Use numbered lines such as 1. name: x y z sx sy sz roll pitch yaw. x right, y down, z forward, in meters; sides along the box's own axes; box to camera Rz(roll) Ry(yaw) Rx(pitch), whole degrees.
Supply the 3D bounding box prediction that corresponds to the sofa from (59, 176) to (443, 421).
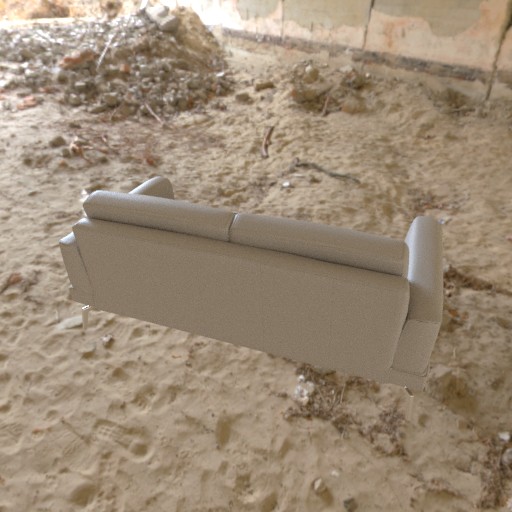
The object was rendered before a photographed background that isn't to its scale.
1. sofa: 0.000 0.000 2.780 2.177 0.930 1.121 11 34 17
